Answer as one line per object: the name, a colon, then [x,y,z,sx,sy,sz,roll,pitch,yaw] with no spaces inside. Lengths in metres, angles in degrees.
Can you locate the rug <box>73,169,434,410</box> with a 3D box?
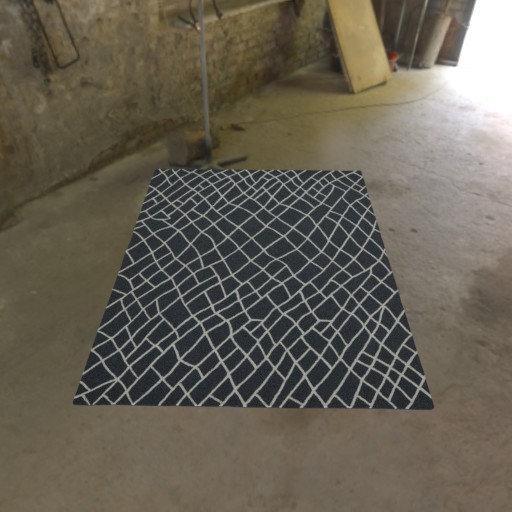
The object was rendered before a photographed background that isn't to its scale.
rug: [0.000,0.000,4.102,2.439,0.022,3.047,1,42,1]
